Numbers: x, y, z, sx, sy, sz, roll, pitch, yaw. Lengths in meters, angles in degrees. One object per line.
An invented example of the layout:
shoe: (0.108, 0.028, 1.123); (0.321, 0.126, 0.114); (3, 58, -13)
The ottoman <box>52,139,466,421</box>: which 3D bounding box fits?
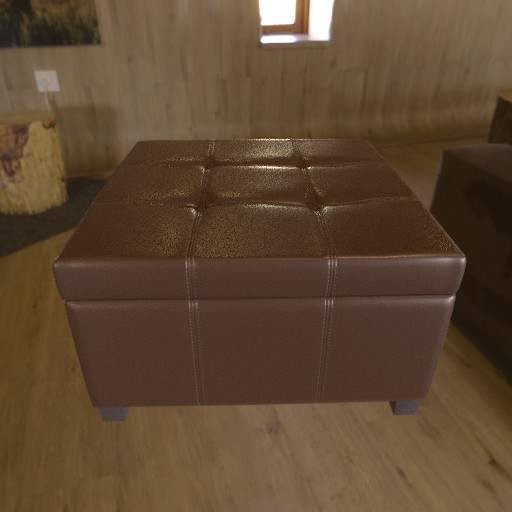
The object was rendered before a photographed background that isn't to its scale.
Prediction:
ottoman: (0.000, 0.000, 1.257); (0.788, 0.460, 0.787); (-1, 31, -1)
